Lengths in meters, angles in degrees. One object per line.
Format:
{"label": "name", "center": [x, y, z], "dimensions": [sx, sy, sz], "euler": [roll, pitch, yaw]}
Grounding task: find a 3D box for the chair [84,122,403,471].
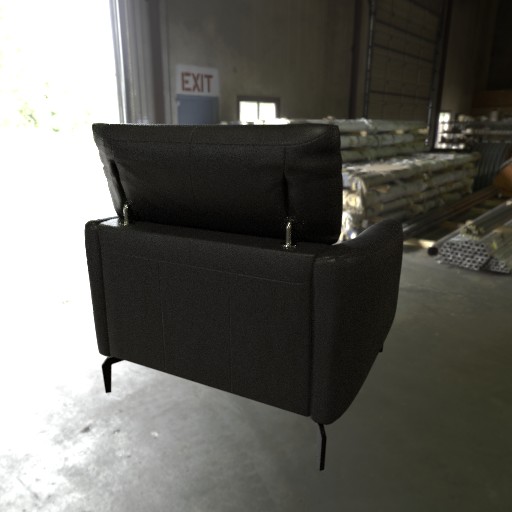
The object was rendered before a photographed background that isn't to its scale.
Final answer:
{"label": "chair", "center": [0.000, 0.000, 1.644], "dimensions": [0.976, 0.949, 0.809], "euler": [8, 19, 26]}
